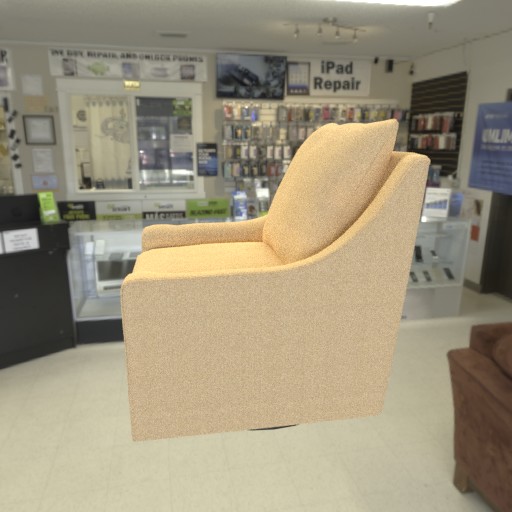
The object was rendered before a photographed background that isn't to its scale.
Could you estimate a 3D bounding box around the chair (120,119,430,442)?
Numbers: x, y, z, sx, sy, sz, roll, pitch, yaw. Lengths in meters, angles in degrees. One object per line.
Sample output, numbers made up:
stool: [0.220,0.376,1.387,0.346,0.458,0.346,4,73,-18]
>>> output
chair: [0.000,0.000,1.582,0.876,0.927,0.760,-3,15,-9]
